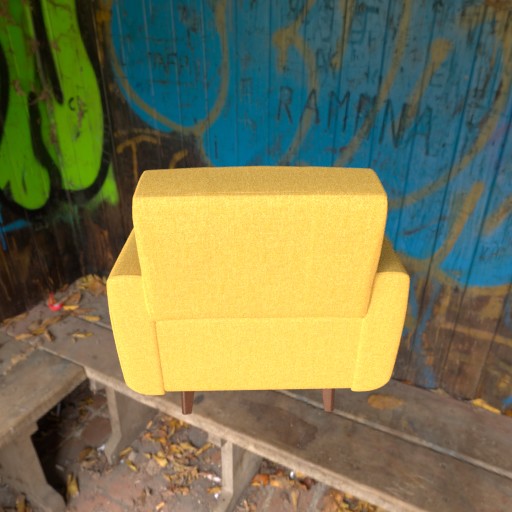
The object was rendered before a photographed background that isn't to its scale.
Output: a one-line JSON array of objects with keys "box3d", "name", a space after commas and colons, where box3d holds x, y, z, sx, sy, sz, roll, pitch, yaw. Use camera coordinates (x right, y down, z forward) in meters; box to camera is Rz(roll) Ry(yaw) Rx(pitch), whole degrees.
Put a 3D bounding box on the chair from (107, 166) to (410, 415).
[{"box3d": [0.000, 0.000, 1.570, 0.831, 0.841, 0.909, -1, 29, -1], "name": "chair"}]
